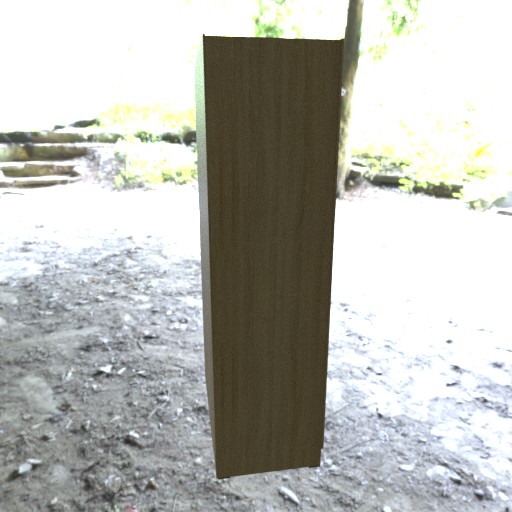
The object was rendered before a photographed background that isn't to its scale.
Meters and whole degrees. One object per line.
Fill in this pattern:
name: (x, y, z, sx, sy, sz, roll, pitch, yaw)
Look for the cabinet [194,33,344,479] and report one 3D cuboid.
cabinet: (0.000, 0.000, 2.538, 0.590, 2.121, 1.001, -3, 17, -9)
